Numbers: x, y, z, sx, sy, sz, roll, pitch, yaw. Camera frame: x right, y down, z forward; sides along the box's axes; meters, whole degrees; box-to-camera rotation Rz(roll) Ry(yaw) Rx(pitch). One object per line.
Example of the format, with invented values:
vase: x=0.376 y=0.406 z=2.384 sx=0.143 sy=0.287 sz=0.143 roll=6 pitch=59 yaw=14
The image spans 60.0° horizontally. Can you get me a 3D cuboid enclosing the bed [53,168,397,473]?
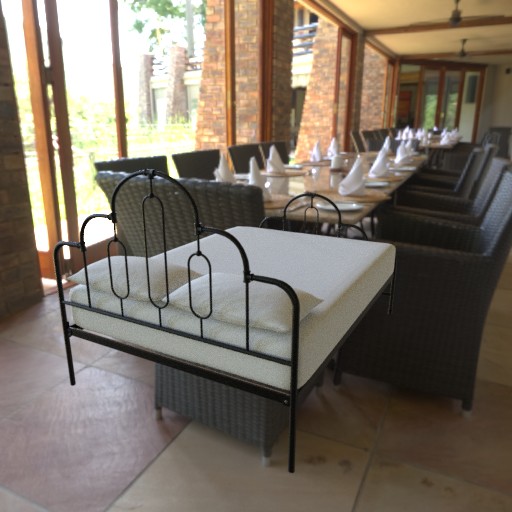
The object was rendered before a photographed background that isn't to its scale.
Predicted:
bed: x=0.000 y=0.000 z=3.265 sx=1.626 sy=1.444 sz=2.181 roll=9 pitch=19 yaw=28
